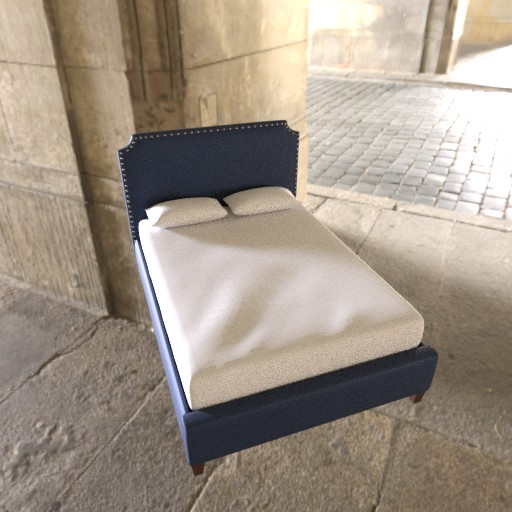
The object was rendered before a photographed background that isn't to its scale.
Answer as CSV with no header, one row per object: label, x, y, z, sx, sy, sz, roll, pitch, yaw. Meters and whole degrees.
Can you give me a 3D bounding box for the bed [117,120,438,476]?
bed,0.000,0.000,3.442,1.712,1.443,2.372,-11,33,-17
